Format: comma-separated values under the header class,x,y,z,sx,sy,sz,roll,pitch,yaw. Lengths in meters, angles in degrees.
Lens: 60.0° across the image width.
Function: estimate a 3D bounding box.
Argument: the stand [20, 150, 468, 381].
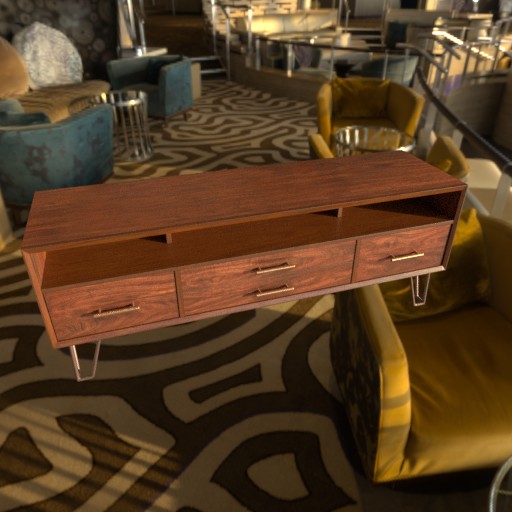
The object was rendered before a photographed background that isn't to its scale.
class,x,y,z,sx,sy,sz,roll,pitch,yaw
stand,0.000,0.000,1.879,1.626,0.610,0.481,-10,33,-15
